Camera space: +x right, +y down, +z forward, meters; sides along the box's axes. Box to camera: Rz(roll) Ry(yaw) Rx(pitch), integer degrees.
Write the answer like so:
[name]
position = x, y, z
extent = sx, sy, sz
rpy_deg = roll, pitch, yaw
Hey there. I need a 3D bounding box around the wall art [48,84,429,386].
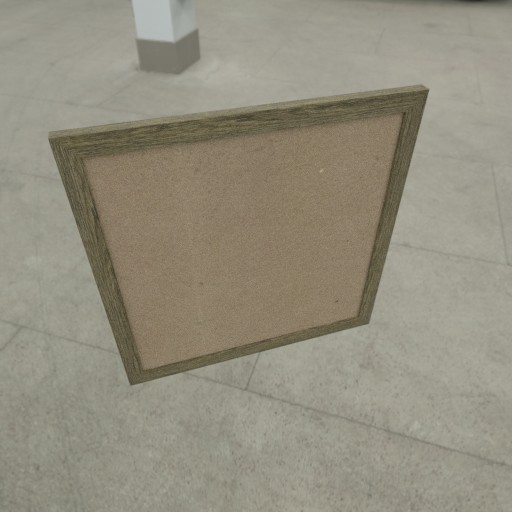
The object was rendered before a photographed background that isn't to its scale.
[wall art]
position = 0.000, 0.000, 0.742
extent = 0.508, 0.508, 0.019
rpy_deg = -12, 43, -13
